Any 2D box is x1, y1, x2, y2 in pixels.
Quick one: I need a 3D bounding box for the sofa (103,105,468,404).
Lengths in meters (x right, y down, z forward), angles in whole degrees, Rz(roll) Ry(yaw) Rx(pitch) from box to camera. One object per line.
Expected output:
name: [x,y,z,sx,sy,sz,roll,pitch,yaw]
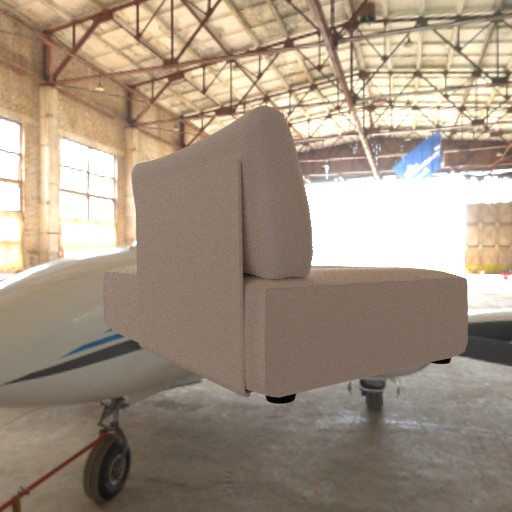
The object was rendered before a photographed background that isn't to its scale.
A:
sofa: [0.000,0.000,2.025,1.000,0.820,1.450,0,0,-35]
